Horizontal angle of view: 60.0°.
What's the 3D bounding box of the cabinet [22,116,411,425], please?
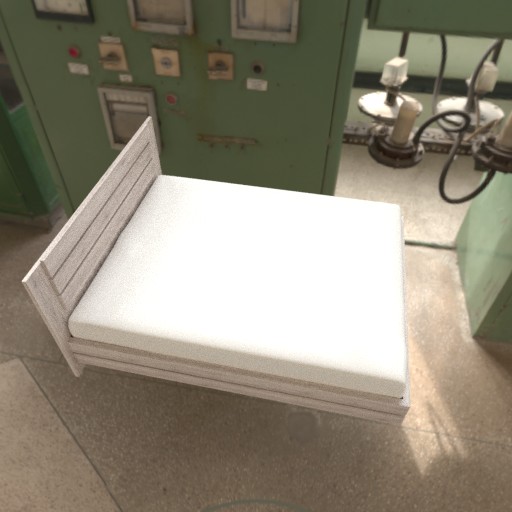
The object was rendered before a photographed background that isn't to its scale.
[{"bbox_3d":[0.000,0.000,3.048,2.080,0.970,1.750,8,46,8],"label":"cabinet"}]
